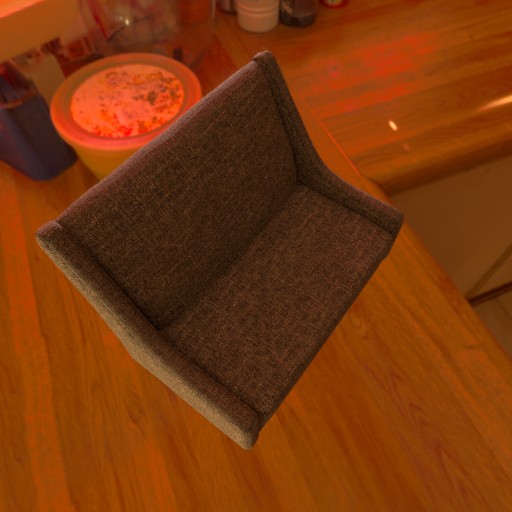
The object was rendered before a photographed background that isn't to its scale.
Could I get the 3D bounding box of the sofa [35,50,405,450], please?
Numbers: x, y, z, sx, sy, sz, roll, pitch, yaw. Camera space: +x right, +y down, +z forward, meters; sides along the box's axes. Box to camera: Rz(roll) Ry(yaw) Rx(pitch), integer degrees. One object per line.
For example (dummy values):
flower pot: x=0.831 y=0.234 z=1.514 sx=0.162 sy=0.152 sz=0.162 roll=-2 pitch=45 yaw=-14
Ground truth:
sofa: x=0.000 y=0.000 z=1.924 sx=0.870 sy=1.021 sz=1.242 roll=33 pitch=63 yaw=19
